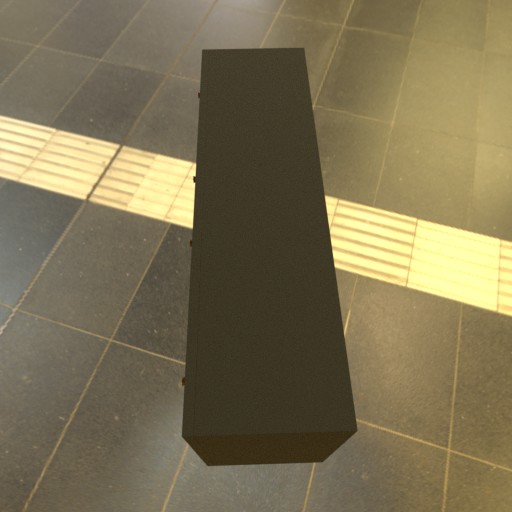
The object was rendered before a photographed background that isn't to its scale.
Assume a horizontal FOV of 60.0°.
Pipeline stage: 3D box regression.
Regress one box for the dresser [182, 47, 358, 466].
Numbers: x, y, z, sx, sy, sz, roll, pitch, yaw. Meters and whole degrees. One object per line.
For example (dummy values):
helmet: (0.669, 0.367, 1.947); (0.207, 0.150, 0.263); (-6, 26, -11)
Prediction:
dresser: (0.000, 0.000, 1.879); (0.463, 0.872, 1.558); (-1, 59, -1)
